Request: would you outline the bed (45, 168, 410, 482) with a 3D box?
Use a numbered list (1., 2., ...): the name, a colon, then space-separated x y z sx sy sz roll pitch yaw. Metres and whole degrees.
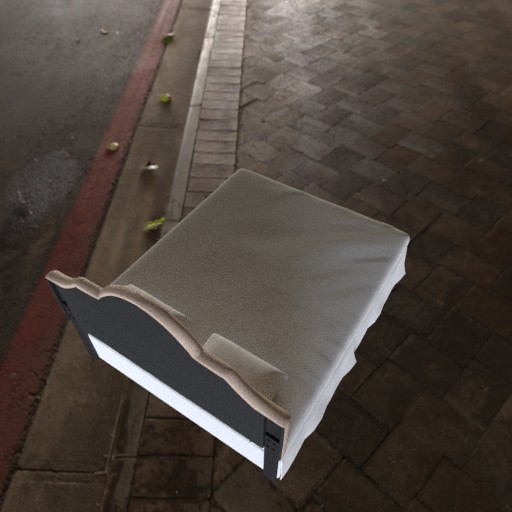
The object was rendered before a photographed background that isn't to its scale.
1. bed: 0.000 0.000 2.948 1.667 1.194 1.970 26 52 22
